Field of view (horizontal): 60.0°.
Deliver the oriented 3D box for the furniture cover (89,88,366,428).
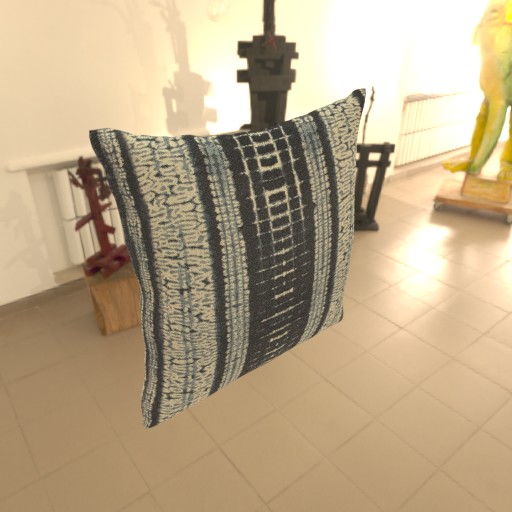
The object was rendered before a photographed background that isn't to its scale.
[{"bbox_3d":[0.000,0.000,0.660,0.425,0.435,0.133,-21,35,-33],"label":"furniture cover"}]
